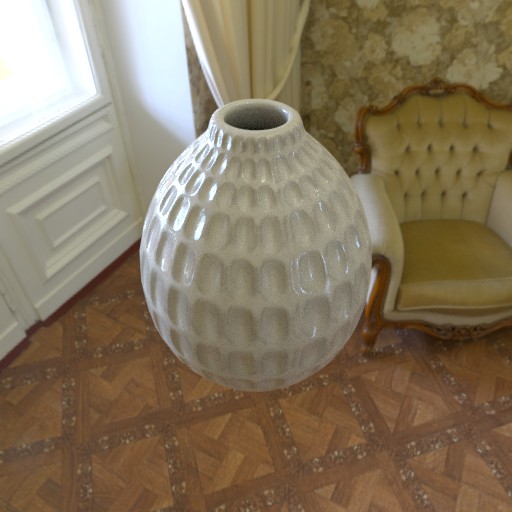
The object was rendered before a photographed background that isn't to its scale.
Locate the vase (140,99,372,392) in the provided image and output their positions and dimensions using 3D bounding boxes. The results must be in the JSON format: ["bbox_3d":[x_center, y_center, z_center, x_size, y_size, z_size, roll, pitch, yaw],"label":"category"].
[{"bbox_3d":[0.000,0.000,0.250,0.128,0.167,0.128,0,42,0],"label":"vase"}]
